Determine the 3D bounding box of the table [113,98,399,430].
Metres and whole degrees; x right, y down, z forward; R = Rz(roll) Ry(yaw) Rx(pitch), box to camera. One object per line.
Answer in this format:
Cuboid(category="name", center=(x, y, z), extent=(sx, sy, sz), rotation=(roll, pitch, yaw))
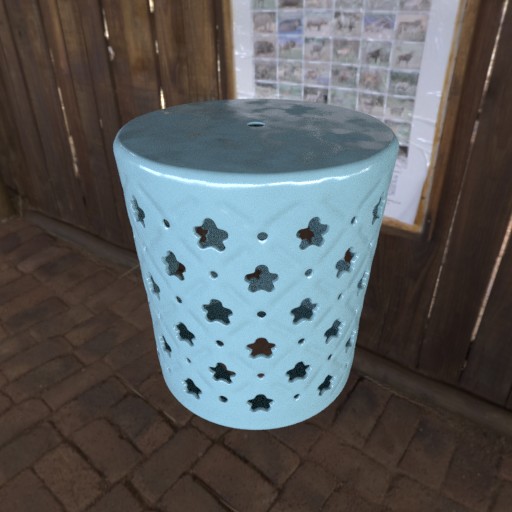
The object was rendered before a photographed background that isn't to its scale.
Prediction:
Cuboid(category="table", center=(0.000, 0.000, 0.657), extent=(0.352, 0.387, 0.352), rotation=(0, 31, 0))
